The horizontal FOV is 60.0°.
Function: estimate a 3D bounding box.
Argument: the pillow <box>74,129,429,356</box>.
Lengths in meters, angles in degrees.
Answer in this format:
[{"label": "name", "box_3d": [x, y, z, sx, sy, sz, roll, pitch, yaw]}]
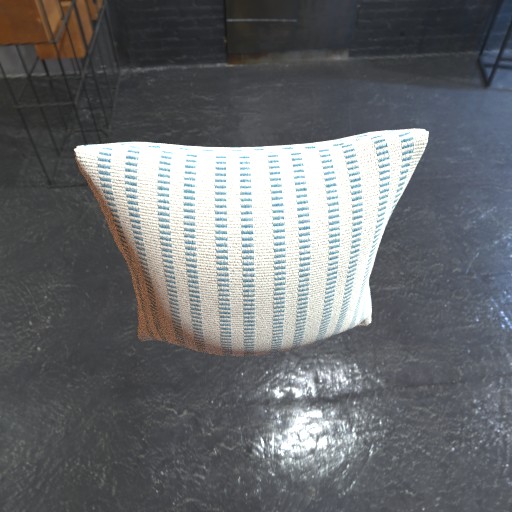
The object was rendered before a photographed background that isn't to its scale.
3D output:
[{"label": "pillow", "box_3d": [0.000, 0.000, 0.686, 0.438, 0.419, 0.247, -4, 47, -3]}]
